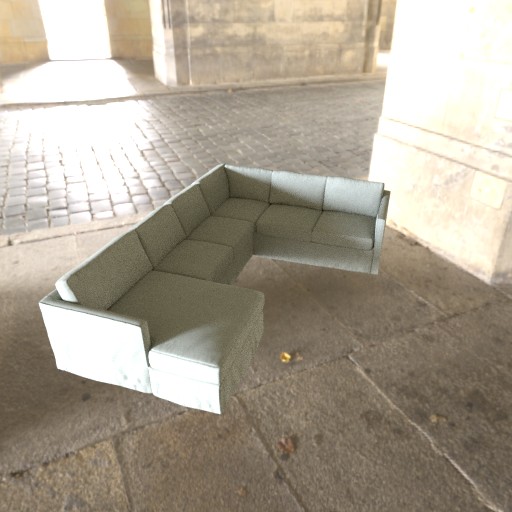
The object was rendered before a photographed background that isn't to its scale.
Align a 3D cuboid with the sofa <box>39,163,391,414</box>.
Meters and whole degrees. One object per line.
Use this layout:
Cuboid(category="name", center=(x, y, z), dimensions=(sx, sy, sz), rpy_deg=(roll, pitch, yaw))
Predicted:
Cuboid(category="sofa", center=(0.000, 0.000, 4.611), dimensions=(2.440, 0.869, 3.434), rpy_deg=(9, 30, 16))
